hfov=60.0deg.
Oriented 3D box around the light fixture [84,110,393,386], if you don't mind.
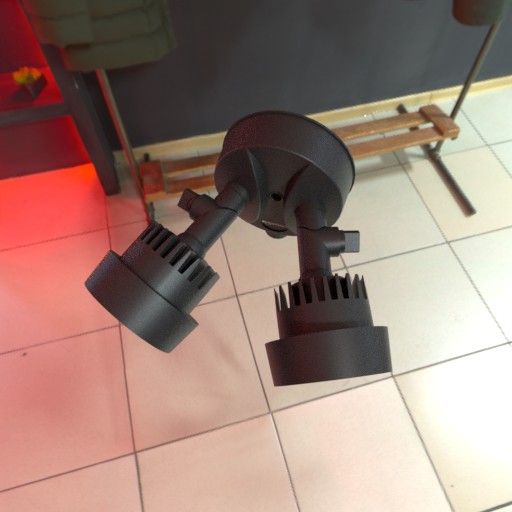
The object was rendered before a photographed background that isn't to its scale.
[{"bbox_3d":[0.000,0.000,0.317,0.213,0.120,0.168,15,60,9],"label":"light fixture"}]
